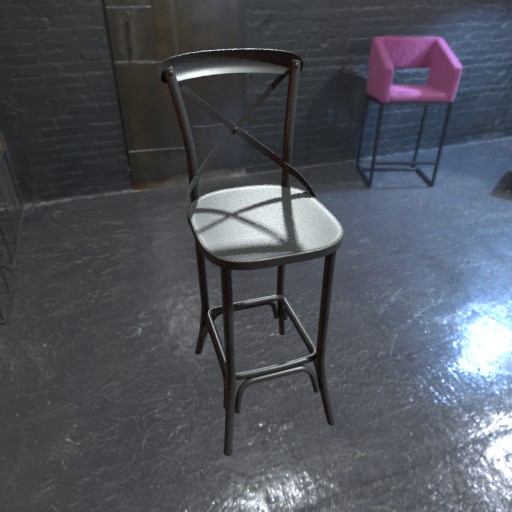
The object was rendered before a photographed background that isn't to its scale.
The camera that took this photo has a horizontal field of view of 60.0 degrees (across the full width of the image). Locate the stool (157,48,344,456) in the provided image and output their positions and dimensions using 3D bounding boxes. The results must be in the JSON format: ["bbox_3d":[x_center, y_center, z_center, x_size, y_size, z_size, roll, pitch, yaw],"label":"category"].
[{"bbox_3d":[0.000,0.000,1.457,0.457,1.168,0.584,-10,34,-15],"label":"stool"}]
